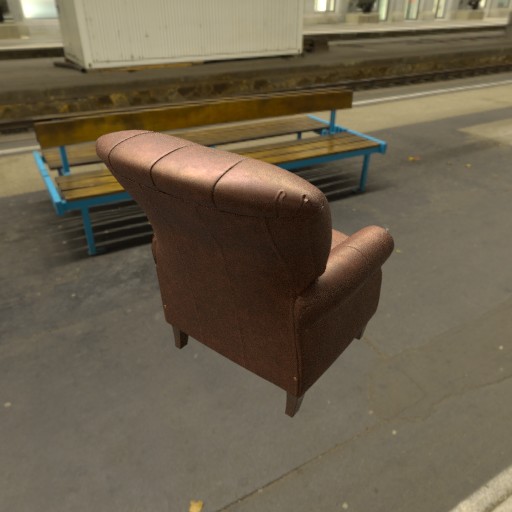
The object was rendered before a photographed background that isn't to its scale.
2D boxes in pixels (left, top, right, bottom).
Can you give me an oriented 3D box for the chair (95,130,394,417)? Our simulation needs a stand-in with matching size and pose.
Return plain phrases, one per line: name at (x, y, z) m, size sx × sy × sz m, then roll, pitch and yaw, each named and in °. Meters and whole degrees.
chair at (0.000, 0.000, 1.961) m, size 0.979 × 1.162 × 1.031 m, roll 22°, pitch 37°, yaw 32°
